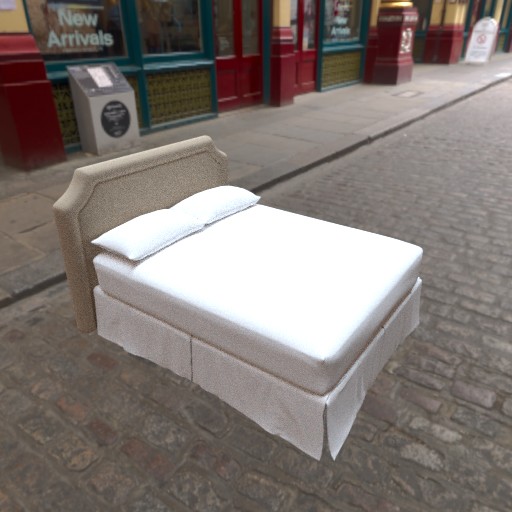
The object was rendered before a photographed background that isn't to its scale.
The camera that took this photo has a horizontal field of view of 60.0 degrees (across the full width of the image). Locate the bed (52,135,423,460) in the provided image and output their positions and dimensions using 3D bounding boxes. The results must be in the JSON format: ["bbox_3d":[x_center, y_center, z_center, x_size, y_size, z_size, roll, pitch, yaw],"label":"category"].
[{"bbox_3d":[0.000,0.000,3.335,2.204,1.301,1.828,18,32,31],"label":"bed"}]
